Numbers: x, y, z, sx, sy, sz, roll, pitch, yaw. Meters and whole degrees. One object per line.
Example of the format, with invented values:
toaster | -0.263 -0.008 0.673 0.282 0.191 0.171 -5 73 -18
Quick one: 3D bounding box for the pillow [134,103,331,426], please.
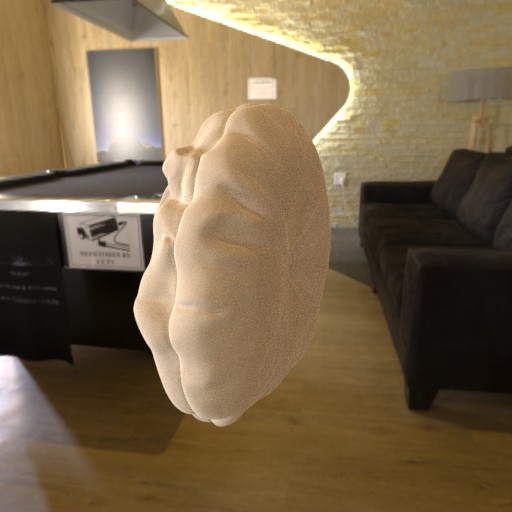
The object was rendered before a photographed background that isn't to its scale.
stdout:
pillow | 0.000 0.000 0.624 0.148 0.407 0.428 7 18 24
